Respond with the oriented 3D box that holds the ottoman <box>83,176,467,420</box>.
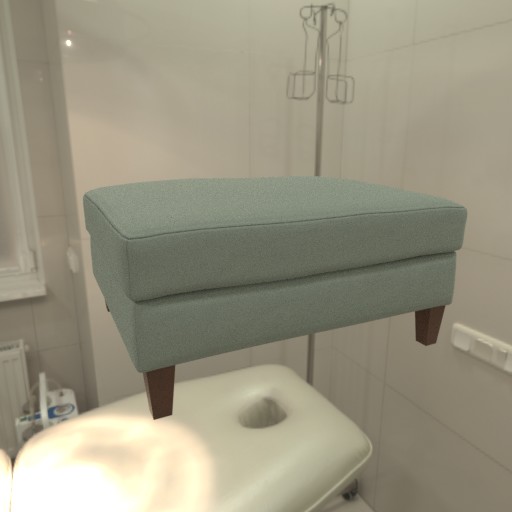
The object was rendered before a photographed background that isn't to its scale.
[{"bbox_3d":[0.000,0.000,1.475,0.991,0.494,0.842,-7,17,-25],"label":"ottoman"}]
